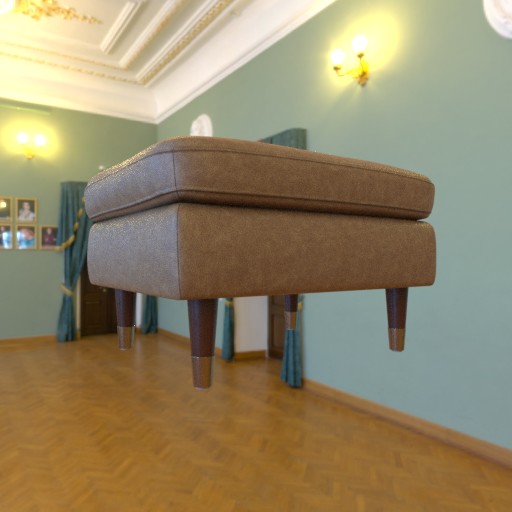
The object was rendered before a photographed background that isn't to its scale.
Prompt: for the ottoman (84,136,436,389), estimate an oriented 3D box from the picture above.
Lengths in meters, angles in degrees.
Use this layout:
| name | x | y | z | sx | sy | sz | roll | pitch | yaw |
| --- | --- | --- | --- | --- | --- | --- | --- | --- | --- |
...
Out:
| name | x | y | z | sx | sy | sz | roll | pitch | yaw |
| --- | --- | --- | --- | --- | --- | --- | --- | --- | --- |
| ottoman | 0.000 | 0.000 | 1.125 | 0.747 | 0.478 | 0.593 | 0 | 0 | -35 |
